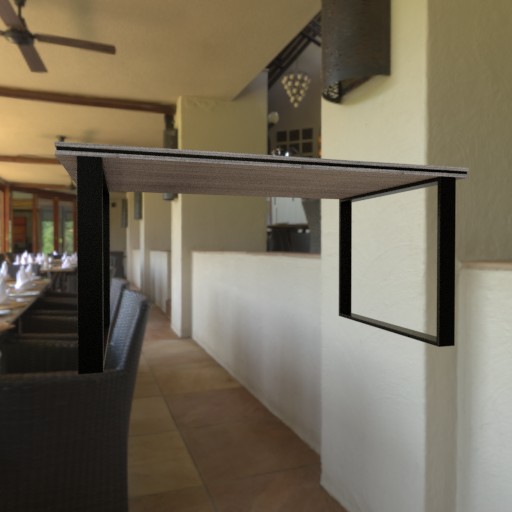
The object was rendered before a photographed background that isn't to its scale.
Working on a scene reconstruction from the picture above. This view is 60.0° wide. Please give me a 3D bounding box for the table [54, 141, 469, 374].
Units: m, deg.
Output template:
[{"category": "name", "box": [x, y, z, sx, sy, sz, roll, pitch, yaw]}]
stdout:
[{"category": "table", "box": [0.000, 0.000, 2.037, 1.579, 0.736, 0.881, 0, 1, -17]}]
